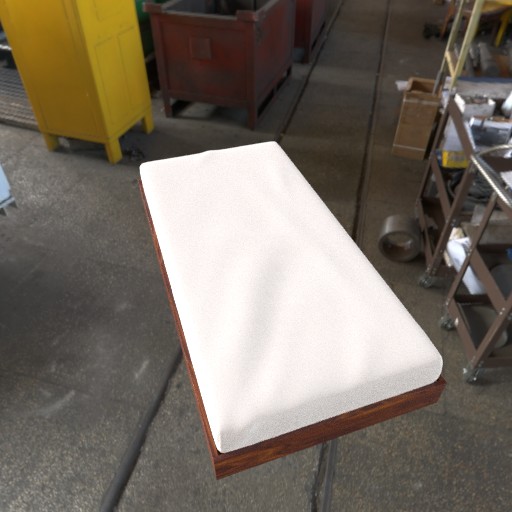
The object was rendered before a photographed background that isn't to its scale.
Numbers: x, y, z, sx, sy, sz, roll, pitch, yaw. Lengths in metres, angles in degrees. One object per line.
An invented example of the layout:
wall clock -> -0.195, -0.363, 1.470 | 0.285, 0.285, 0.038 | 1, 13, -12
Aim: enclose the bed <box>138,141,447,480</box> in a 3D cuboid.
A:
bed -> 0.000, 0.000, 2.262 | 0.940, 0.312, 1.860 | -13, 44, -14
